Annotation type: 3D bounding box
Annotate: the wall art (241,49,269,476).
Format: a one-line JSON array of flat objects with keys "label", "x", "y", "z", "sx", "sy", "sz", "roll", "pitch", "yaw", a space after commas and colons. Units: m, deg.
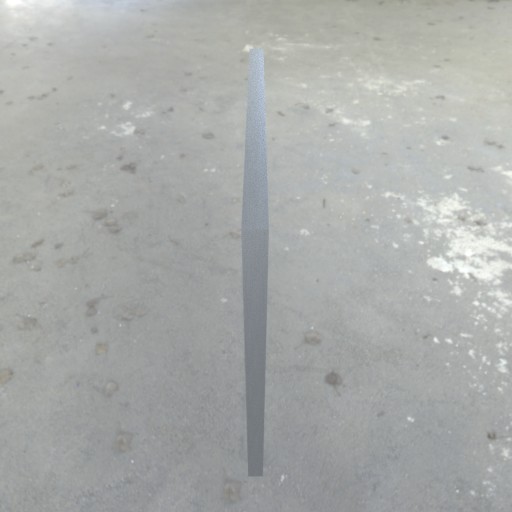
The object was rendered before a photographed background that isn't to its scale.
[{"label": "wall art", "x": 0.000, "y": 0.000, "z": 1.181, "sx": 0.038, "sy": 0.806, "sz": 0.806, "roll": 0, "pitch": 41, "yaw": 0}]
